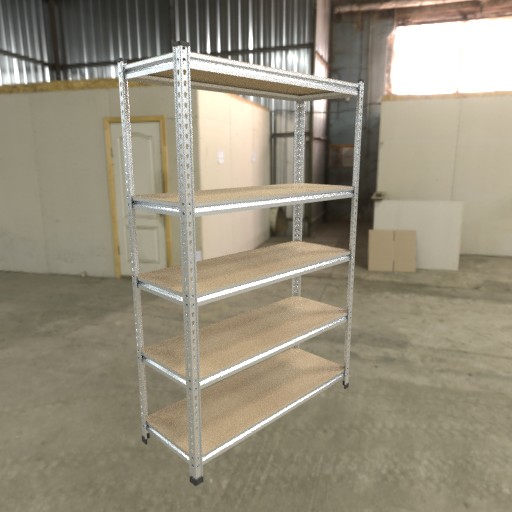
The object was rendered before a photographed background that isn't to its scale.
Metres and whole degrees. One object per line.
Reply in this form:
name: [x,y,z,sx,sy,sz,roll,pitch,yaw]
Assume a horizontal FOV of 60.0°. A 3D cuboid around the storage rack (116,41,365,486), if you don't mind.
storage rack: [0.000,0.000,2.337,0.457,1.829,1.219,13,18,43]
